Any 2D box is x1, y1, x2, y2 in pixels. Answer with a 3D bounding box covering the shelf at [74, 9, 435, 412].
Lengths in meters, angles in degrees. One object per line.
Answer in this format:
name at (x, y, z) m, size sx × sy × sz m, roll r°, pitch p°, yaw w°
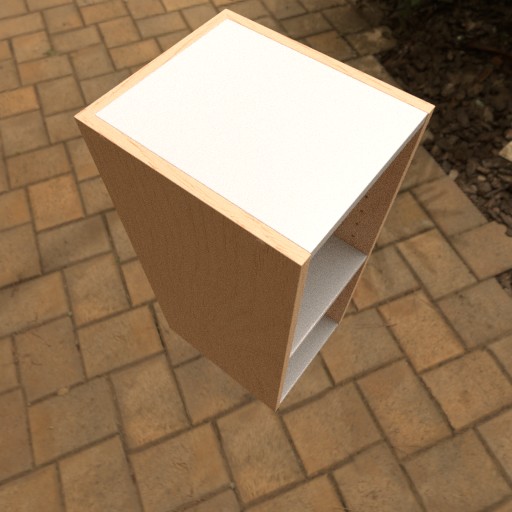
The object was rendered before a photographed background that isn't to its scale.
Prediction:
shelf at (0.000, 0.000, 0.724) m, size 0.290 × 0.600 × 0.250 m, roll 34°, pitch 65°, yaw 18°
